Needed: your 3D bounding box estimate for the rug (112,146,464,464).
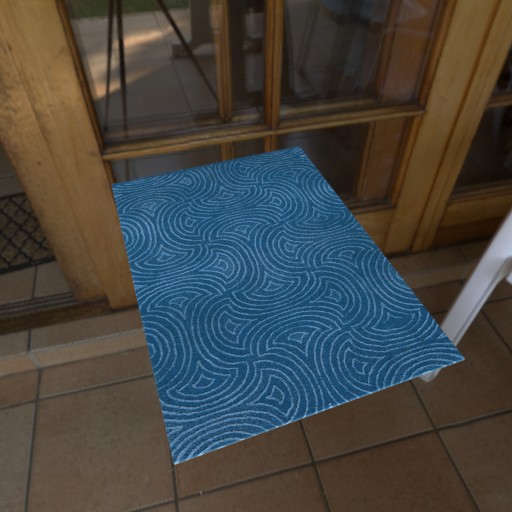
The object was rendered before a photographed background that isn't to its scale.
[{"bbox_3d":[0.000,0.000,2.830,1.543,0.015,2.144,-15,48,-14],"label":"rug"}]
